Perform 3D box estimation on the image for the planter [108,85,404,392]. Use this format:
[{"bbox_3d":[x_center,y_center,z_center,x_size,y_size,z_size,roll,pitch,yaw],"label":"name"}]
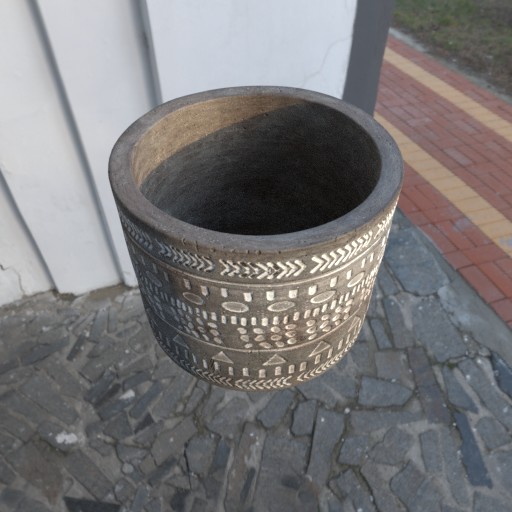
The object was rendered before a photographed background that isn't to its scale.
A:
[{"bbox_3d":[0.000,0.000,0.229,0.122,0.128,0.122,0,46,0],"label":"planter"}]
